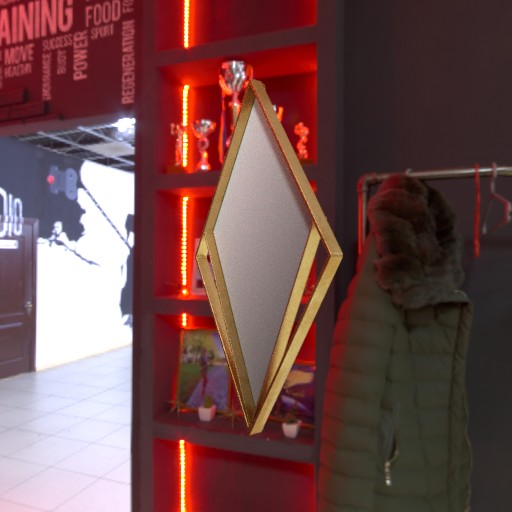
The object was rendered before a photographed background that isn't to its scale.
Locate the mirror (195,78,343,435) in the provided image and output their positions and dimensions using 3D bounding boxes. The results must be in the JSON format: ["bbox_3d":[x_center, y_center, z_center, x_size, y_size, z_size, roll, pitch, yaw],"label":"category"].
[{"bbox_3d":[0.000,0.000,0.852,0.032,0.679,0.419,0,-1,-37],"label":"mirror"}]
